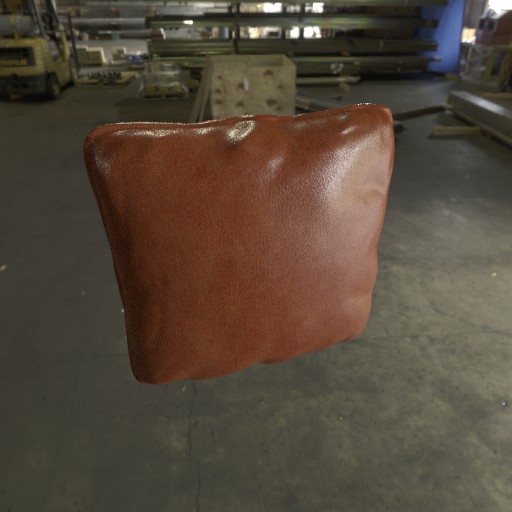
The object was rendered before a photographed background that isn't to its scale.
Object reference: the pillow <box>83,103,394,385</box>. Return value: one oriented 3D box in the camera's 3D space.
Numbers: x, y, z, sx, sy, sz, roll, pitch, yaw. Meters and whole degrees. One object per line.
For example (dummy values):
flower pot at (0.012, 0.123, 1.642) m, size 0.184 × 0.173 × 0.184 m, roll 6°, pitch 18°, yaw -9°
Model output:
pillow at (0.000, 0.000, 0.832) m, size 0.532 × 0.523 × 0.236 m, roll -10°, pitch 32°, yaw -16°
